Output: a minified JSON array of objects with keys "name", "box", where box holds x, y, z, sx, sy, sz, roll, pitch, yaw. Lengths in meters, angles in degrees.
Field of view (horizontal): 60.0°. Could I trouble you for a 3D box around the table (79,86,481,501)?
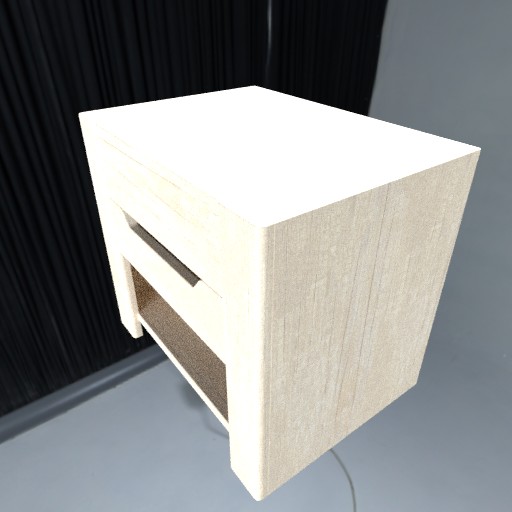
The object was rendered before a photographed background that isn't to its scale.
[{"name":"table","box":[0.000,0.000,0.887,0.420,0.510,0.570,-22,38,-31]}]
